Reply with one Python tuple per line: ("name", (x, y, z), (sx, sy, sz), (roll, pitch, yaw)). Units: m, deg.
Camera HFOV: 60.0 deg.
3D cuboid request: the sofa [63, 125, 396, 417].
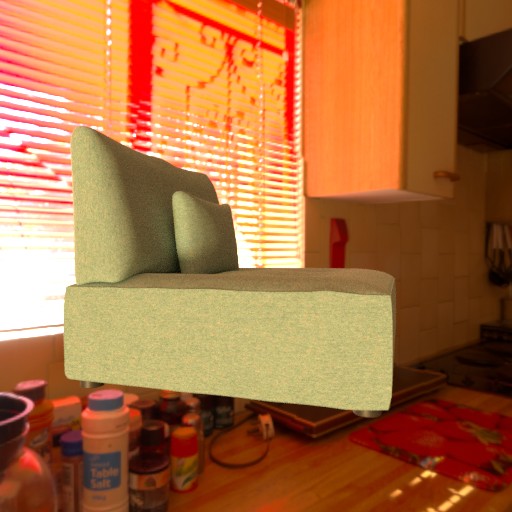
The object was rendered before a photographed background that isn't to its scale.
("sofa", (0.000, 0.000, 1.671), (1.000, 0.820, 0.930), (0, 0, 18))
